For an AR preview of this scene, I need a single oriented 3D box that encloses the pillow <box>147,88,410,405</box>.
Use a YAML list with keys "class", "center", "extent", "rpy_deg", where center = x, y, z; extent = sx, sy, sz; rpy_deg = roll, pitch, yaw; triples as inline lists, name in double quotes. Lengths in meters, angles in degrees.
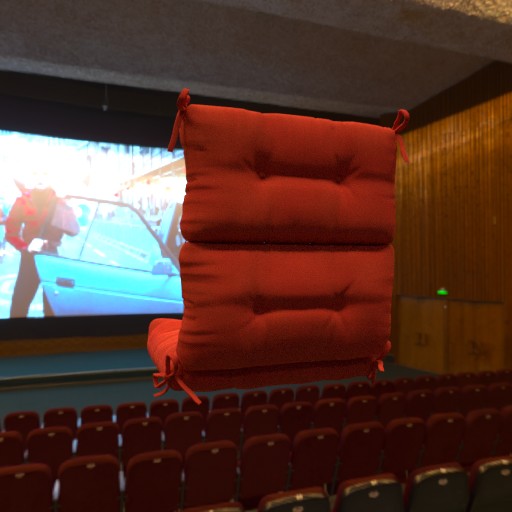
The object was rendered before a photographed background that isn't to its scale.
- class: "pillow"
  center: [0.000, 0.000, 1.088]
  extent: [0.519, 0.605, 0.571]
  rpy_deg: [0, -1, -19]
